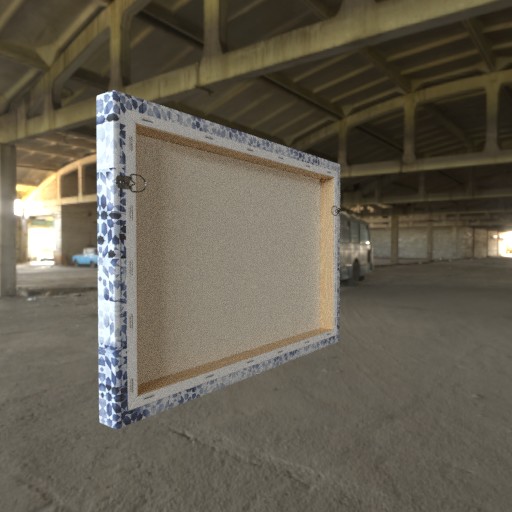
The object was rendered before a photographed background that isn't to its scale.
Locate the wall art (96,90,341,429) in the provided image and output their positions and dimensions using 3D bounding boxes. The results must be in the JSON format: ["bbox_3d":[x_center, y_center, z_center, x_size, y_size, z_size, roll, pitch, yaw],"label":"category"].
[{"bbox_3d":[0.000,0.000,1.170,0.057,0.608,0.911,1,2,36],"label":"wall art"}]
